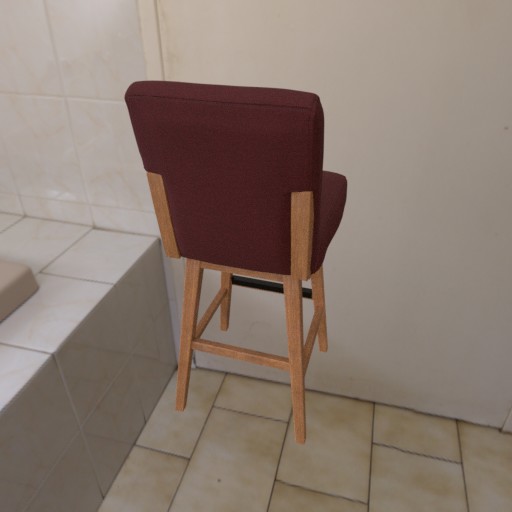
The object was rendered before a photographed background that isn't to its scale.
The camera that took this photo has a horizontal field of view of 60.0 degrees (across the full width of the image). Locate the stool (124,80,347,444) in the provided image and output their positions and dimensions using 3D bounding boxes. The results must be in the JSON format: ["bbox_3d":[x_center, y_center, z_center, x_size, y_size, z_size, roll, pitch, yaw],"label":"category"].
[{"bbox_3d":[0.000,0.000,1.361,0.468,1.093,0.562,9,33,14],"label":"stool"}]
